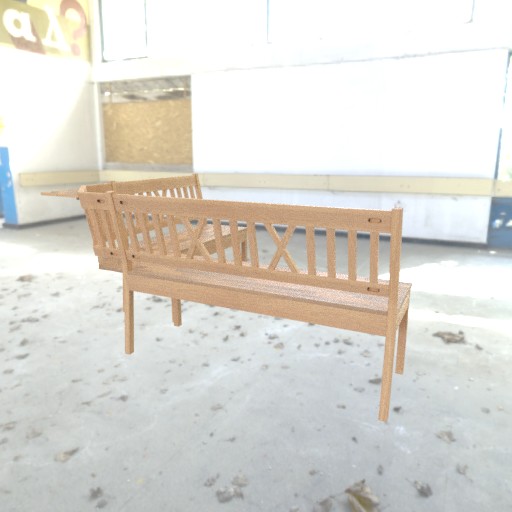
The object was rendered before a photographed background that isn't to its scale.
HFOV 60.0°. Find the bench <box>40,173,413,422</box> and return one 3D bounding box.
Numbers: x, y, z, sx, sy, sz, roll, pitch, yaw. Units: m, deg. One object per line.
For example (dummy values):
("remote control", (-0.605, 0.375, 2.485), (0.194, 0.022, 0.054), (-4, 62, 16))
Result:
("bench", (0.000, 0.000, 2.788), (1.937, 0.902, 1.537), (7, 15, 26))
